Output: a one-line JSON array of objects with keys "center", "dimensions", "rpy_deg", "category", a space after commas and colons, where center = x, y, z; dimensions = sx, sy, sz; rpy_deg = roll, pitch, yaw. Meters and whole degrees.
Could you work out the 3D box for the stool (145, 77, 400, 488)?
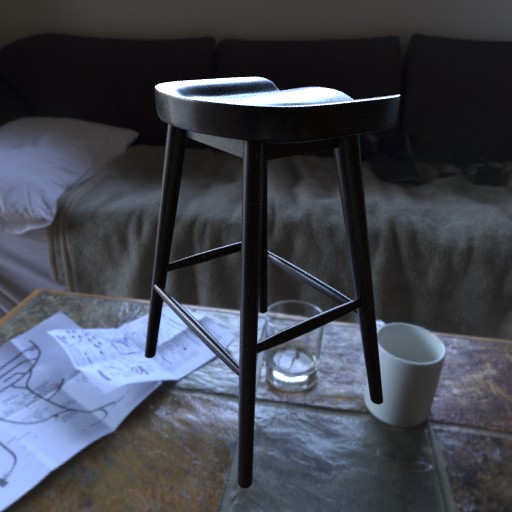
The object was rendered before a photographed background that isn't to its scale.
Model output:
[{"center": [0.000, 0.000, 0.867], "dimensions": [0.361, 0.615, 0.440], "rpy_deg": [-17, 31, -31], "category": "stool"}]
